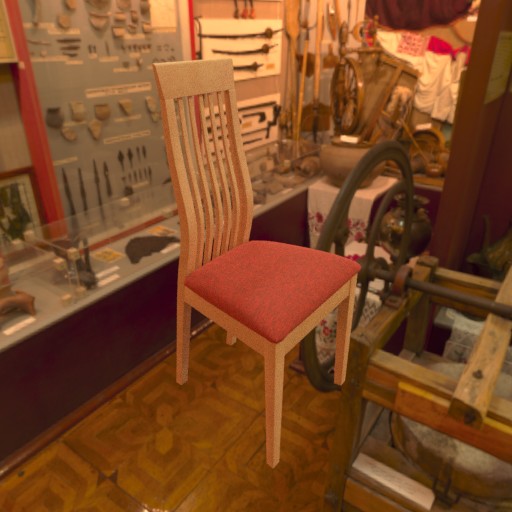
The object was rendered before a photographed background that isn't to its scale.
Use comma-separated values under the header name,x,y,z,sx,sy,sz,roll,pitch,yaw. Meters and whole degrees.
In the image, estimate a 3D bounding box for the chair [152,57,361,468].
name,x,y,z,sx,sy,sz,roll,pitch,yaw
chair,0.000,0.000,1.288,0.474,1.027,0.460,19,33,32
